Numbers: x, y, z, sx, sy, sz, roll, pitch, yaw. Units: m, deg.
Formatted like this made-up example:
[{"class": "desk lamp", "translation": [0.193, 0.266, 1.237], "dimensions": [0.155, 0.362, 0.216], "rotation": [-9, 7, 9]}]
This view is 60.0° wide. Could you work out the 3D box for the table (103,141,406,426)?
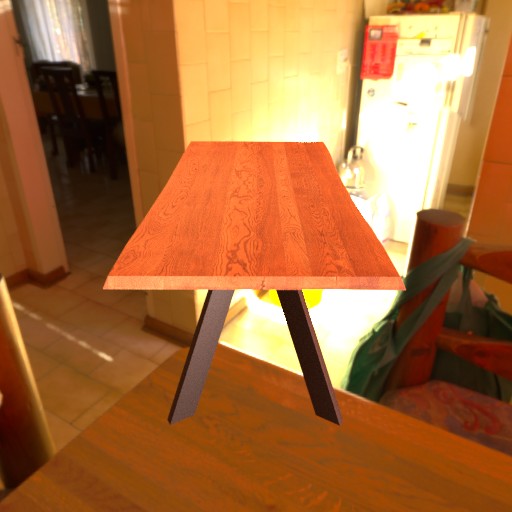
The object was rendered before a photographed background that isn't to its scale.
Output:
[{"class": "table", "translation": [0.000, 0.000, 2.265], "dimensions": [0.900, 0.770, 1.800], "rotation": [0, 27, 0]}]
